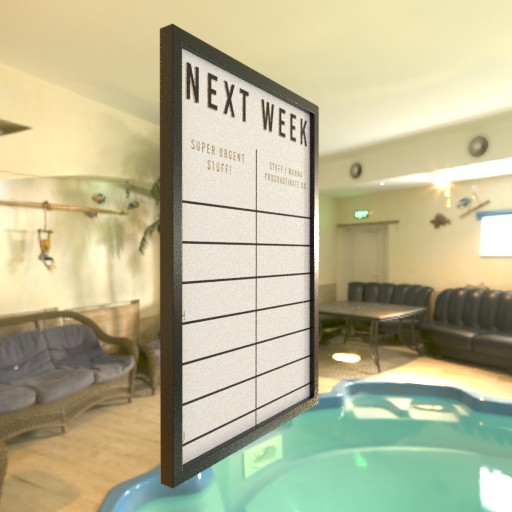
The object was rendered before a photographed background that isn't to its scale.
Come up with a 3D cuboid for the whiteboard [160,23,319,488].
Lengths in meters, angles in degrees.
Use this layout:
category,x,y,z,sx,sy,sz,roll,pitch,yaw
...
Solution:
category,x,y,z,sx,sy,sz,roll,pitch,yaw
whiteboard,0.000,0.000,0.751,0.026,0.611,0.406,0,1,36
